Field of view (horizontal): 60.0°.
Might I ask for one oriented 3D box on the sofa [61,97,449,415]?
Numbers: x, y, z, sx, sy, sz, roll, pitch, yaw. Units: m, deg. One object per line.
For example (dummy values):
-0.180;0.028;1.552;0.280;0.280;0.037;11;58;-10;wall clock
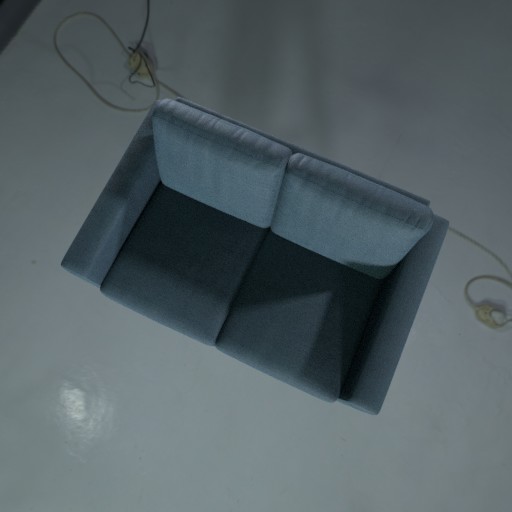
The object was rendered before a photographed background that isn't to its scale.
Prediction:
0.000;0.000;2.125;1.489;0.903;0.955;24;77;6;sofa
